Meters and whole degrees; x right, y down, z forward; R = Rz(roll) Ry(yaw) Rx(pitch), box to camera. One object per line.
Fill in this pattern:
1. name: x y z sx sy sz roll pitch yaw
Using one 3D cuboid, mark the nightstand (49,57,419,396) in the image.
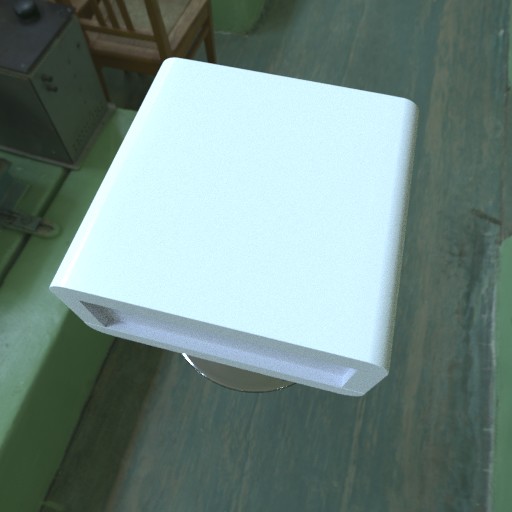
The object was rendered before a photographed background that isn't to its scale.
1. nightstand: 0.000 0.000 0.765 0.399 0.447 0.404 13 64 6
